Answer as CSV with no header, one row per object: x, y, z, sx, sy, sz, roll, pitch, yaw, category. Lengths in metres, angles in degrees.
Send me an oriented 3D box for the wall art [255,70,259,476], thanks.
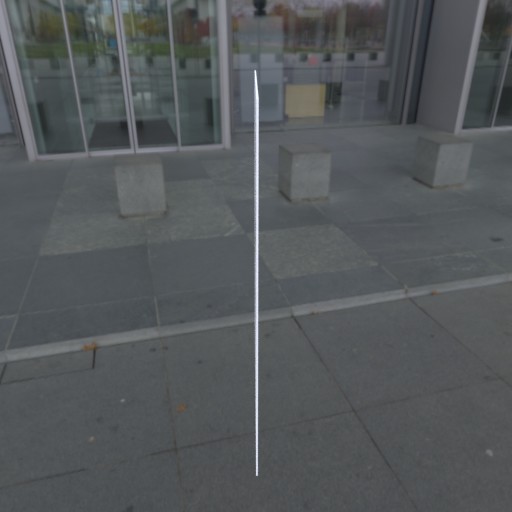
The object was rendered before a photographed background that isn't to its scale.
0.000,0.000,0.825,0.003,0.610,0.457,0,26,0,wall art
